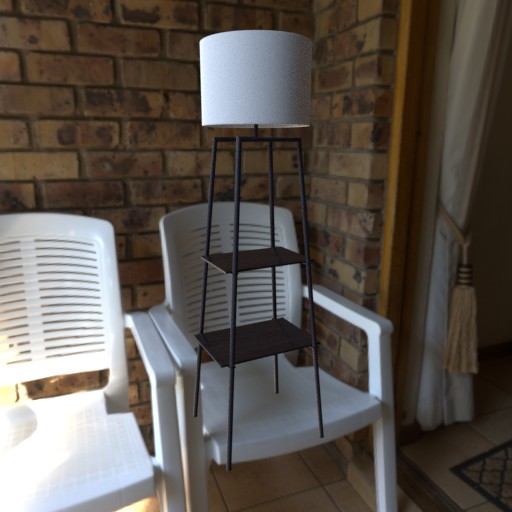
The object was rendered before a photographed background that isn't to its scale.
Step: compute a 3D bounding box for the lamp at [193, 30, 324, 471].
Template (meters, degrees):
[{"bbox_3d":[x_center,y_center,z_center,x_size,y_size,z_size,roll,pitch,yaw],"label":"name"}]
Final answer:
[{"bbox_3d":[0.000,0.000,1.673,0.427,1.474,0.384,-7,16,-26],"label":"lamp"}]
